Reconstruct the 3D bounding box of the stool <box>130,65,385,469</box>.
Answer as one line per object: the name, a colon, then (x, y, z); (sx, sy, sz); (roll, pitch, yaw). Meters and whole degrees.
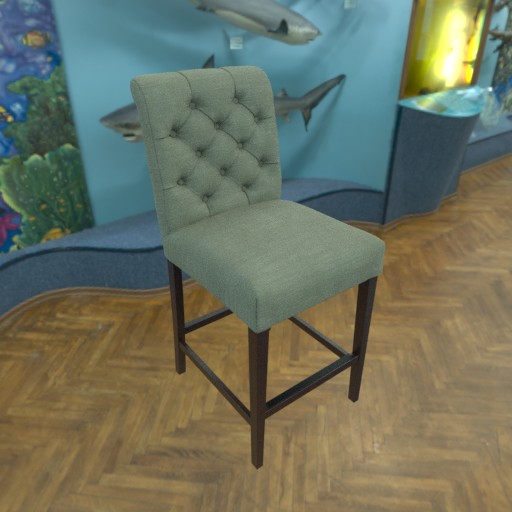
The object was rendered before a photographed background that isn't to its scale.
stool: (0.000, 0.000, 1.450); (0.486, 1.084, 0.660); (-20, 35, -32)
